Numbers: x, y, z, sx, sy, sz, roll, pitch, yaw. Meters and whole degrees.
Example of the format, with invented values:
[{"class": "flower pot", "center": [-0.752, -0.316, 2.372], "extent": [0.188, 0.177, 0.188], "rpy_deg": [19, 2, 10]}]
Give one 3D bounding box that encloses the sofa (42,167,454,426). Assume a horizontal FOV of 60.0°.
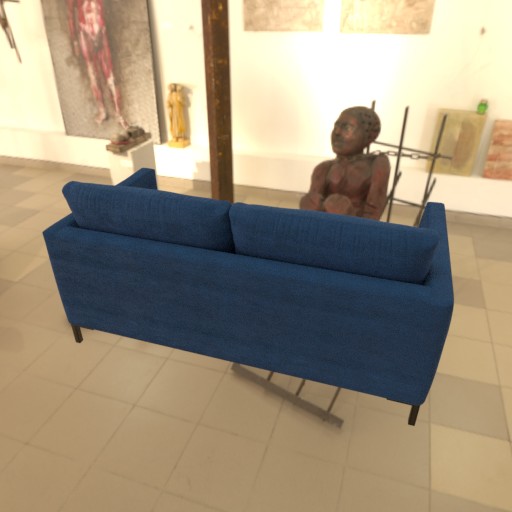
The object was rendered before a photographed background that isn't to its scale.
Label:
[{"class": "sofa", "center": [0.000, 0.000, 2.125], "extent": [1.676, 0.817, 0.875], "rpy_deg": [9, 32, 15]}]
